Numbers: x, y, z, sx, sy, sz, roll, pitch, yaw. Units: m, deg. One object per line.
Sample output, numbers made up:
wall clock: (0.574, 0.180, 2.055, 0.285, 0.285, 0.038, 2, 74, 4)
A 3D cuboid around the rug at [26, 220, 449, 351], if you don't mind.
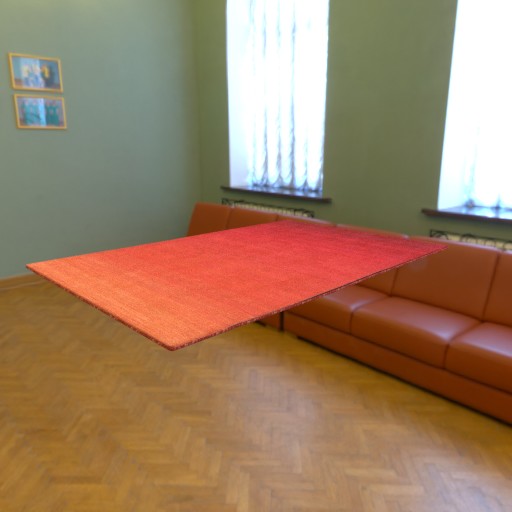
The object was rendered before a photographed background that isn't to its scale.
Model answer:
rug: (0.000, 0.000, 2.272, 1.835, 0.018, 1.230, -13, 19, -42)
